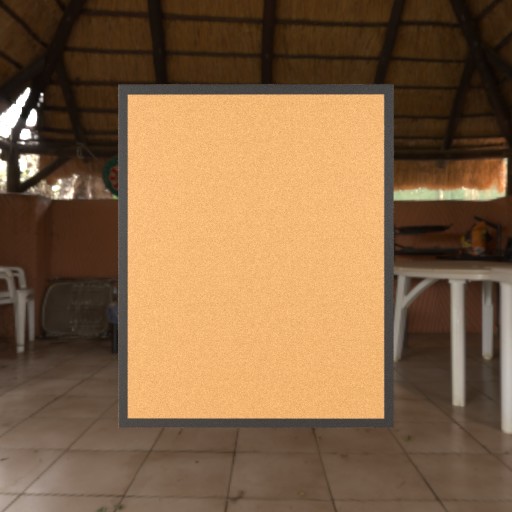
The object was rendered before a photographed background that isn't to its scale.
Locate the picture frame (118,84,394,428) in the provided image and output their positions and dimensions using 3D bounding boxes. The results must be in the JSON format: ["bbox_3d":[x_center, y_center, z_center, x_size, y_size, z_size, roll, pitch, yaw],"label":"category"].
[{"bbox_3d":[0.000,0.000,0.702,0.421,0.526,0.046,0,0,0],"label":"picture frame"}]
